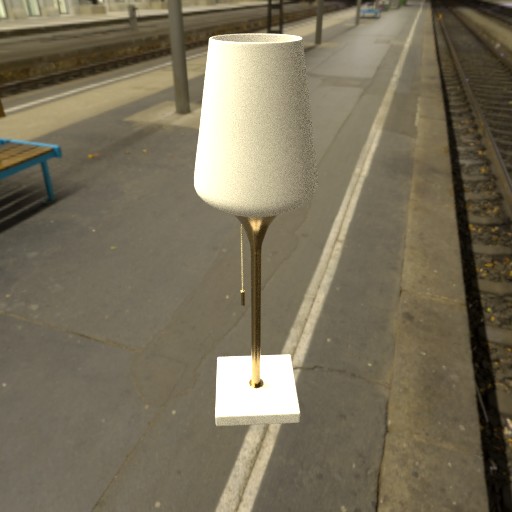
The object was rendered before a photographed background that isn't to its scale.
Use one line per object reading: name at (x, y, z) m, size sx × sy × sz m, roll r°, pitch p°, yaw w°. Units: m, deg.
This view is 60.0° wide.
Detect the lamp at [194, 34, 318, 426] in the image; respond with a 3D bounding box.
lamp at (0.000, 0.000, 0.720) m, size 0.181 × 0.639 × 0.181 m, roll -1°, pitch 31°, yaw -2°
